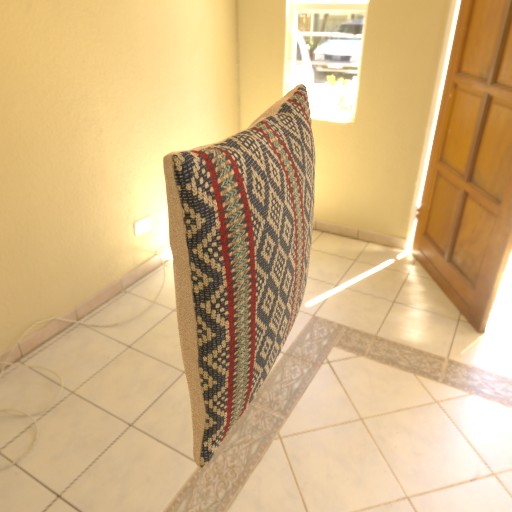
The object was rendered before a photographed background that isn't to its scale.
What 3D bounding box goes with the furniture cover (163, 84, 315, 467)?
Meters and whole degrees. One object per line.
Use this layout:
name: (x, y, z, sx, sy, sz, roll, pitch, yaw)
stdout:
furniture cover: (0.000, 0.000, 0.666, 0.139, 0.431, 0.431, 11, 32, 18)
